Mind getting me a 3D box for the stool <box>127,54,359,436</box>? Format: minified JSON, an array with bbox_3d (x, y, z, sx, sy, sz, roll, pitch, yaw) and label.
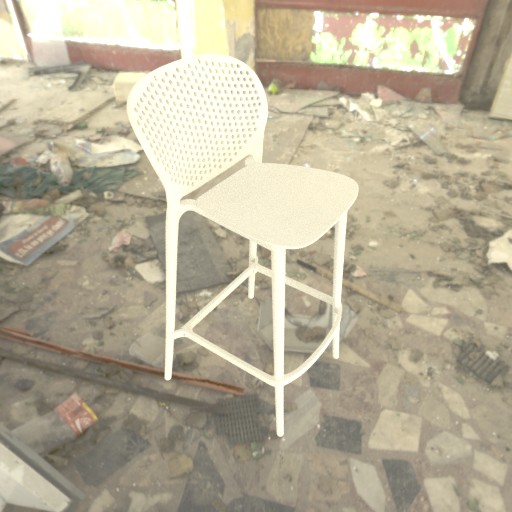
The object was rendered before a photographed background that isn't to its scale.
[{"bbox_3d":[0.000,0.000,1.356,0.535,1.045,0.536,25,47,27],"label":"stool"}]
